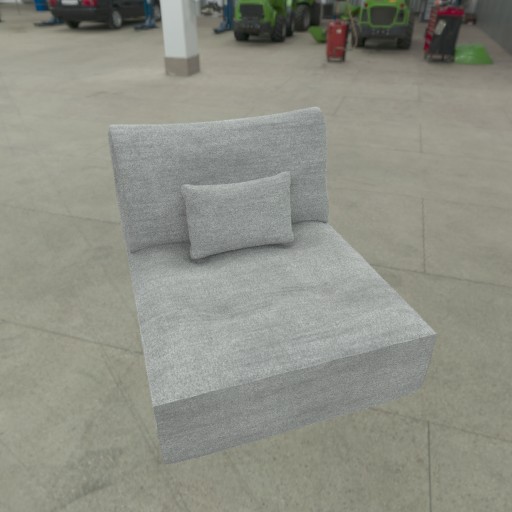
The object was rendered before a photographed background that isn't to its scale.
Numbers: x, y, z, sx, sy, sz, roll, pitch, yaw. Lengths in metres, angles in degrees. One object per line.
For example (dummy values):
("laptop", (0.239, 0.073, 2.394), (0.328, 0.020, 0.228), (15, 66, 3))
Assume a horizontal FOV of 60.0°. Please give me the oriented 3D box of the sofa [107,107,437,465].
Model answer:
("sofa", (0.000, 0.000, 1.676), (0.930, 0.820, 1.000), (-10, 34, -15))
